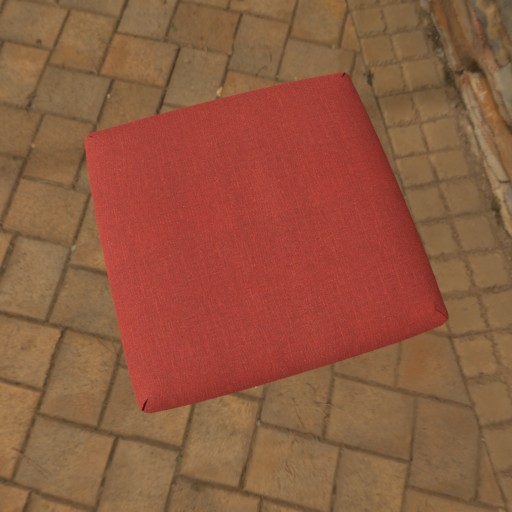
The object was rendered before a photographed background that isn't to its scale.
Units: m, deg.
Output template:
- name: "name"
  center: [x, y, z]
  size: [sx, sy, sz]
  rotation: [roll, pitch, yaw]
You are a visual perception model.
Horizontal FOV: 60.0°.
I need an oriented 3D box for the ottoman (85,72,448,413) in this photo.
- name: "ottoman"
  center: [0.000, 0.000, 0.913]
  size: [0.507, 0.475, 0.497]
  rotation: [-15, 74, -4]
